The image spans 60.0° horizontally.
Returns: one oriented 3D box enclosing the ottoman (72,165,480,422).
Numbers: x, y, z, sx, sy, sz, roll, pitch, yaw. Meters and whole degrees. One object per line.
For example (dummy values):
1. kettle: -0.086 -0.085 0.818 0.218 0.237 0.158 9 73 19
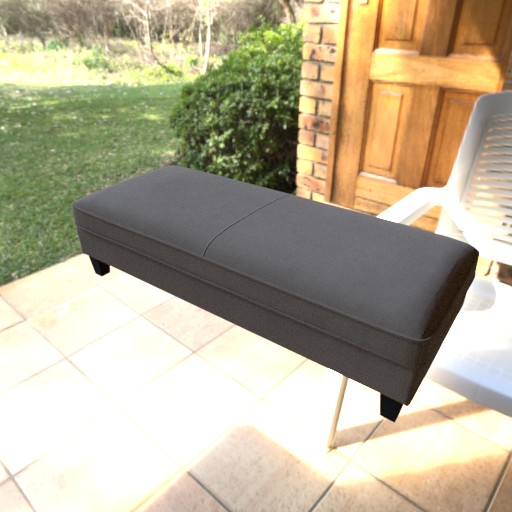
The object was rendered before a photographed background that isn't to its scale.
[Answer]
1. ottoman: 0.000 0.000 2.019 1.726 0.460 0.735 20 36 30
